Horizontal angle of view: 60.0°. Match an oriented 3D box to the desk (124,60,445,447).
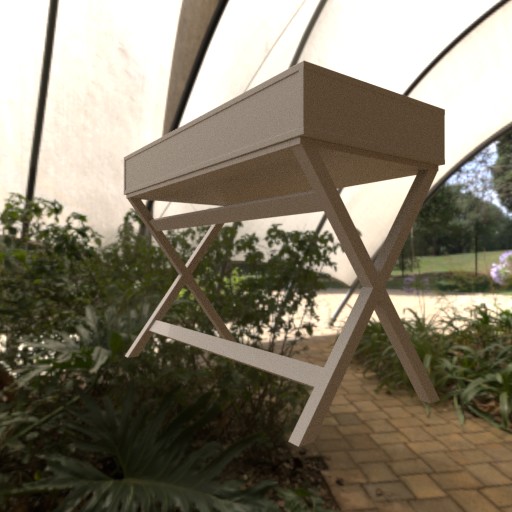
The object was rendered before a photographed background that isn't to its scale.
[{"bbox_3d":[0.000,0.000,1.469,0.525,0.780,1.057,0,0,-36],"label":"desk"}]
